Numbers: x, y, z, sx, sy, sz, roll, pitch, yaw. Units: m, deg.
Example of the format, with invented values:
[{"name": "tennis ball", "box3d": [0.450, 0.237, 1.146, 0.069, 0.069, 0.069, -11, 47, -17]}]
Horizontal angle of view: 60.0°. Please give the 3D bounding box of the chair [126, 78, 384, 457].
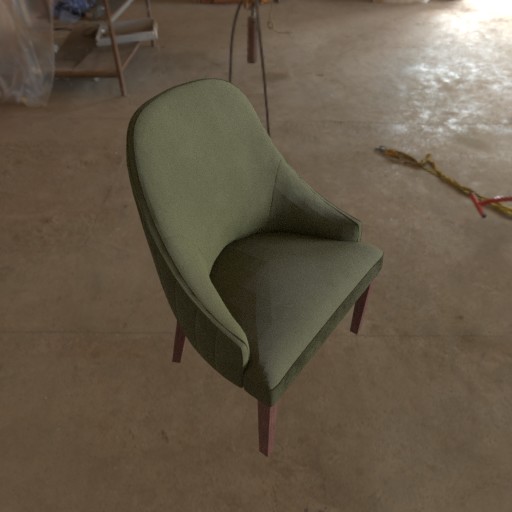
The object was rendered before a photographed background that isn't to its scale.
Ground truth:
[{"name": "chair", "box3d": [0.000, 0.000, 1.324, 0.575, 0.889, 0.643, 27, 48, 27]}]
